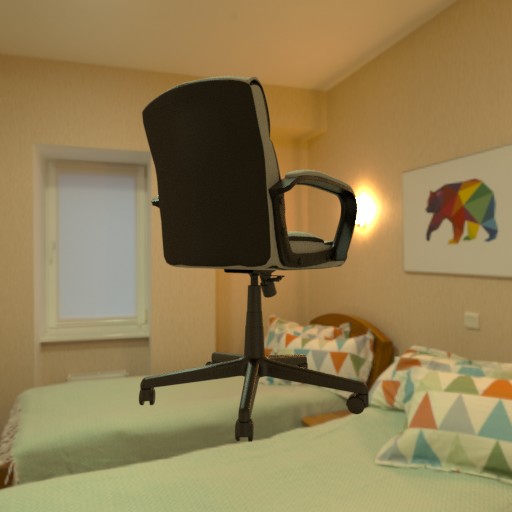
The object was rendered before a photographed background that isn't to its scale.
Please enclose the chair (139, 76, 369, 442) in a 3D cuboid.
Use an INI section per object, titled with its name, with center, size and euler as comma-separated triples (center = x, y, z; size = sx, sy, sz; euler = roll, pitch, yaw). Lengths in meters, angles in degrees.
[chair]
center = 0.000, 0.000, 1.544
size = 0.739, 1.004, 0.717
euler = 0, 0, 37
